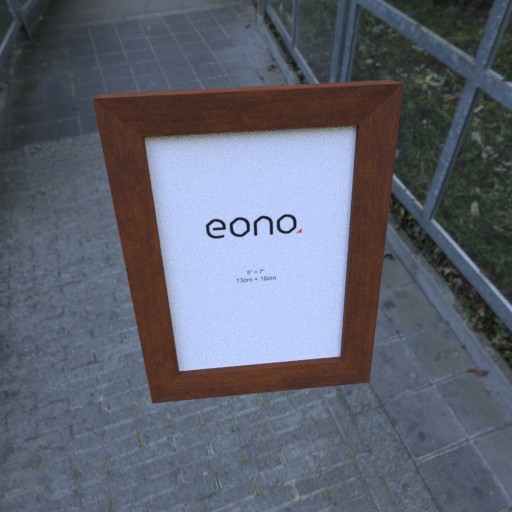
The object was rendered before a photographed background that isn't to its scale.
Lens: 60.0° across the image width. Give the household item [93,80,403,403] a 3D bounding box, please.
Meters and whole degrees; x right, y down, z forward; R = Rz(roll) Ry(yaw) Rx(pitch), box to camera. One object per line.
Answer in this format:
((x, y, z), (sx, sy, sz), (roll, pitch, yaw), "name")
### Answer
((0.000, 0.000, 0.287), (0.160, 0.204, 0.096), (-4, 47, -4), "household item")
